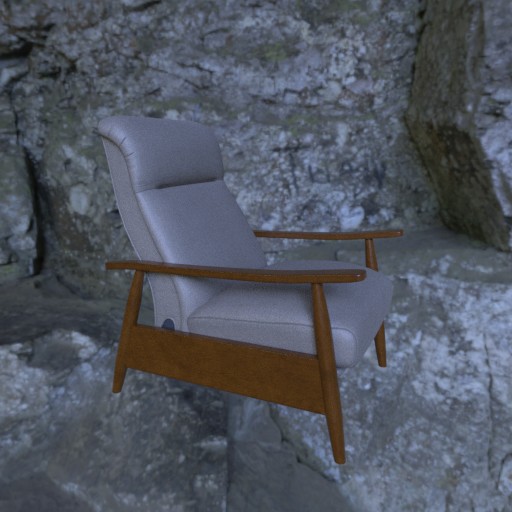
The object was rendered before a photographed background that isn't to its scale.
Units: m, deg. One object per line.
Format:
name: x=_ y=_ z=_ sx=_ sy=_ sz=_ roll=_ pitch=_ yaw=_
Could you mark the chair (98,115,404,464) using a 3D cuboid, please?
chair: x=0.000 y=0.000 z=1.788 sx=1.032 sy=1.082 sz=0.762 roll=7 pitch=16 yaw=25
